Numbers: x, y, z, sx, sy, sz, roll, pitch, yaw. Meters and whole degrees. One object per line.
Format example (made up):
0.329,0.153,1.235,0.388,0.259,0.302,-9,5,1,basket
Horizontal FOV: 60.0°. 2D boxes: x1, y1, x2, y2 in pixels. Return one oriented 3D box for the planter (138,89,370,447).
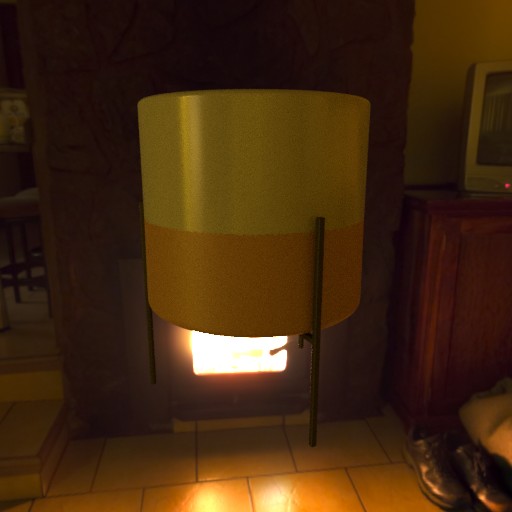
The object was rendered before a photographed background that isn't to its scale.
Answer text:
0.000,0.000,0.727,0.348,0.480,0.360,-7,16,-27,planter
